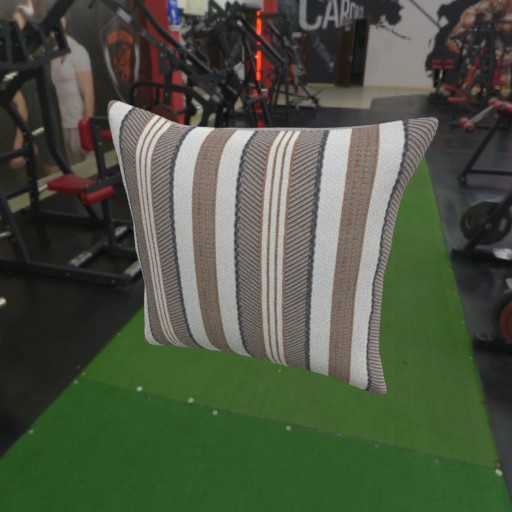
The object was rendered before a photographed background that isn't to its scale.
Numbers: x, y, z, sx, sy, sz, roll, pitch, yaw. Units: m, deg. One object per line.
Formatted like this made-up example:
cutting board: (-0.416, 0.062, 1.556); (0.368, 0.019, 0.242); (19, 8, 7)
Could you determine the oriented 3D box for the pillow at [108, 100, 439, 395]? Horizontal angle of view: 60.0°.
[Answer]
pillow: (0.000, 0.000, 0.625); (0.416, 0.401, 0.173); (8, 28, 16)
